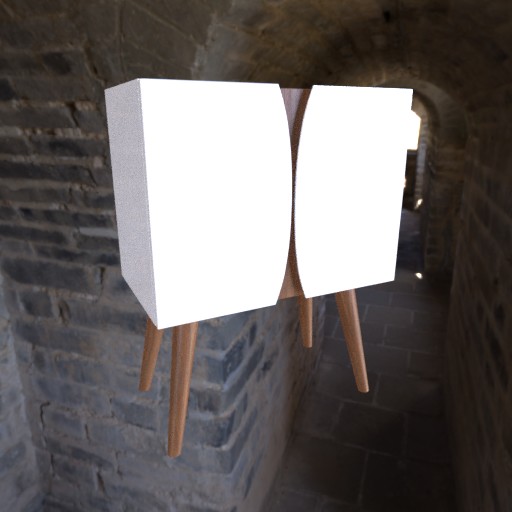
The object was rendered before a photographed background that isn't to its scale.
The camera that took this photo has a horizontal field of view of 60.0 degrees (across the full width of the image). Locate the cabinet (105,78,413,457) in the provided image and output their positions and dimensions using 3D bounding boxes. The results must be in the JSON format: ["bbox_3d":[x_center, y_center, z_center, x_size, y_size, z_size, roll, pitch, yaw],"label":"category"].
[{"bbox_3d":[0.000,0.000,1.093,0.591,0.772,0.344,-9,19,-26],"label":"cabinet"}]
